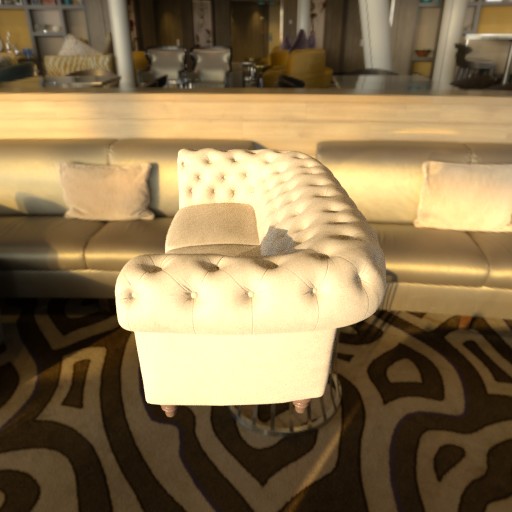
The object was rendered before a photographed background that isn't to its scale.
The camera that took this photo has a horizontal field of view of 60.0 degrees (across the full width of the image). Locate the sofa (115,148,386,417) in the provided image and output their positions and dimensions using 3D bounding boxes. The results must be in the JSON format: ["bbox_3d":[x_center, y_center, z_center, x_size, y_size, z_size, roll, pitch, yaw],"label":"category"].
[{"bbox_3d":[0.000,0.000,2.497,1.069,0.835,1.988,-1,26,-2],"label":"sofa"}]
